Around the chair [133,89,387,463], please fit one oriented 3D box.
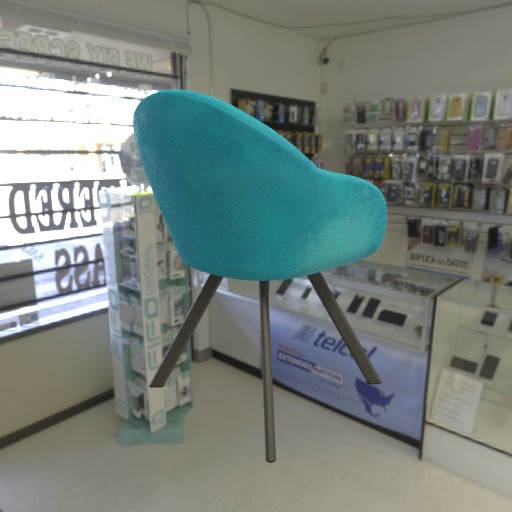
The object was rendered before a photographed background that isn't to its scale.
[{"bbox_3d":[0.000,0.000,1.198,0.550,0.795,0.590,12,18,43],"label":"chair"}]
